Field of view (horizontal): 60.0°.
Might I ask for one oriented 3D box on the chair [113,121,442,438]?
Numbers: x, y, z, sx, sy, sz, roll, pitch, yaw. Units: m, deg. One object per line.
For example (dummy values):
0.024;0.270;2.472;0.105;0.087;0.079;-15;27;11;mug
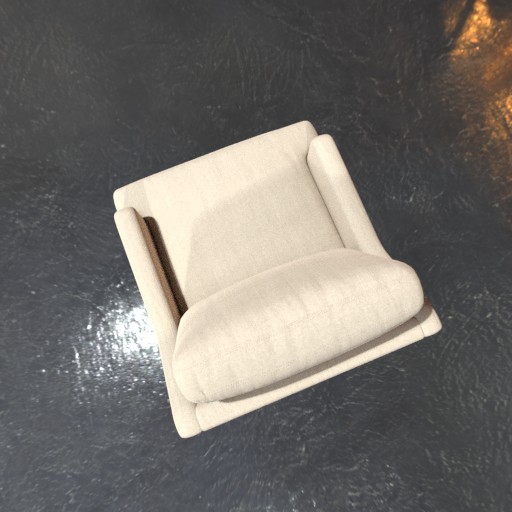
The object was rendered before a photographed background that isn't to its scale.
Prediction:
0.000;0.000;1.706;0.912;0.916;1.001;-21;77;-5;chair
